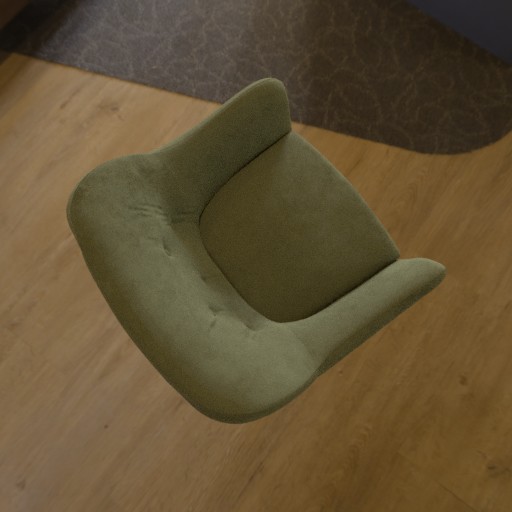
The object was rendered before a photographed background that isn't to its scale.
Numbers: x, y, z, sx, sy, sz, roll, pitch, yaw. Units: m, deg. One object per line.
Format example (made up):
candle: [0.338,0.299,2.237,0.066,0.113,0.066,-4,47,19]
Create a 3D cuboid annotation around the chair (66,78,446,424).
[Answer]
chair: [0.000,0.000,1.463,0.819,0.804,0.840,-36,79,-8]
